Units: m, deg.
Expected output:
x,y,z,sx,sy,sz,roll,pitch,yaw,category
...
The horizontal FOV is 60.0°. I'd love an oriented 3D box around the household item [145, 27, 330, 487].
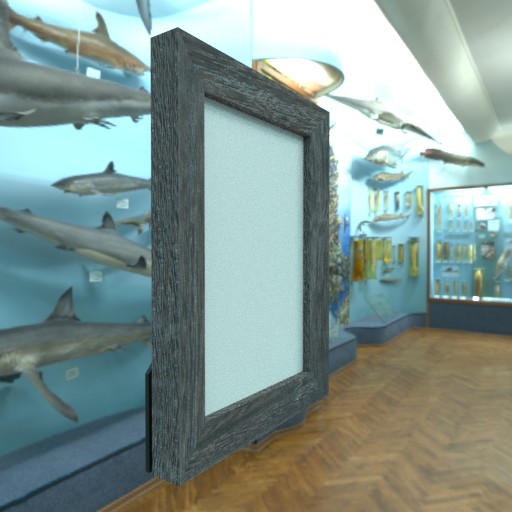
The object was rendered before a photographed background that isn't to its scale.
x,y,z,sx,sy,sz,roll,pitch,yaw,category
0.000,0.000,0.233,0.020,0.180,0.133,1,1,35,household item
